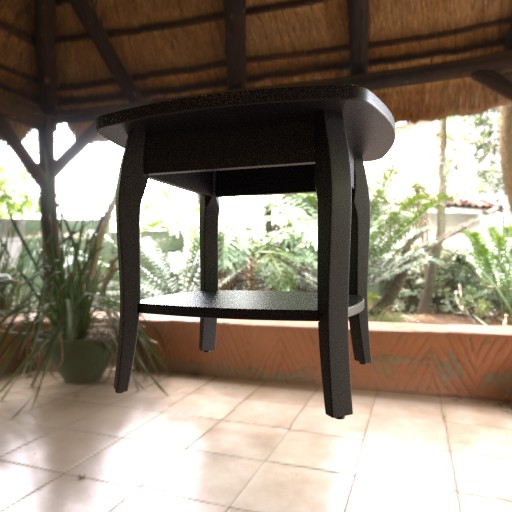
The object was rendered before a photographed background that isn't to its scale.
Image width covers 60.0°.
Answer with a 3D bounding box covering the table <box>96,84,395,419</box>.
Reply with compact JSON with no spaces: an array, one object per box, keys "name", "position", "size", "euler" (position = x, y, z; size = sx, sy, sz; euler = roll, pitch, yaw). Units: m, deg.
[{"name":"table","position":[0.000,0.000,0.844],"size":[0.508,0.457,0.457],"euler":[0,0,19]}]
